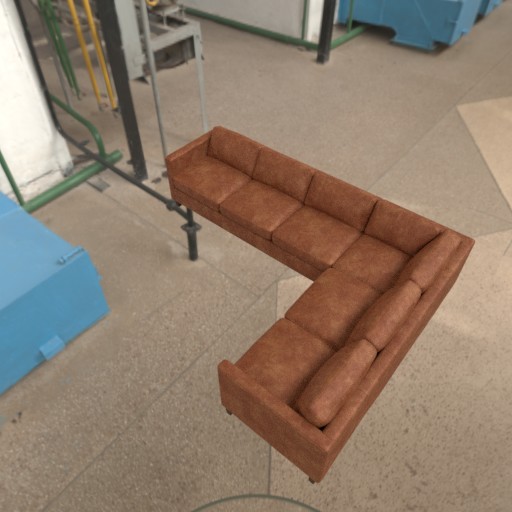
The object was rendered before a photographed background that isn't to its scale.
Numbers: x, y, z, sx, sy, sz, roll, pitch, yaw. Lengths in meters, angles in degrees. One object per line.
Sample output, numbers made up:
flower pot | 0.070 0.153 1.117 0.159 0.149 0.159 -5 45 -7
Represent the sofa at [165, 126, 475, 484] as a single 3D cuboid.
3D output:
sofa | 0.000 0.000 4.221 3.167 0.838 2.438 31 53 26
